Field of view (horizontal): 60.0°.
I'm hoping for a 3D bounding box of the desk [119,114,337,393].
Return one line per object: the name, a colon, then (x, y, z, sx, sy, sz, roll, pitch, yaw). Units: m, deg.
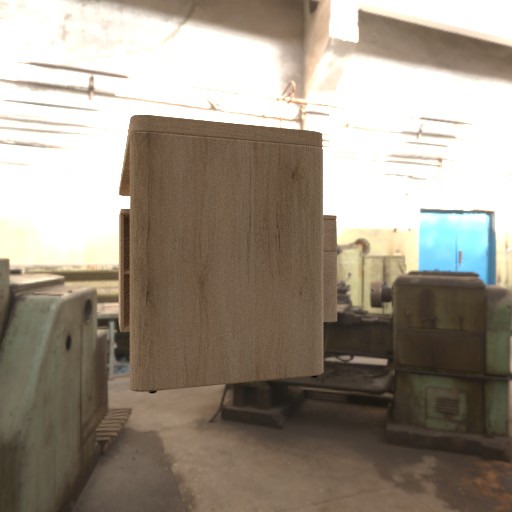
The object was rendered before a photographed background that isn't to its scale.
desk: (0.000, 0.000, 2.034, 1.175, 0.770, 1.400, 0, 0, -18)
